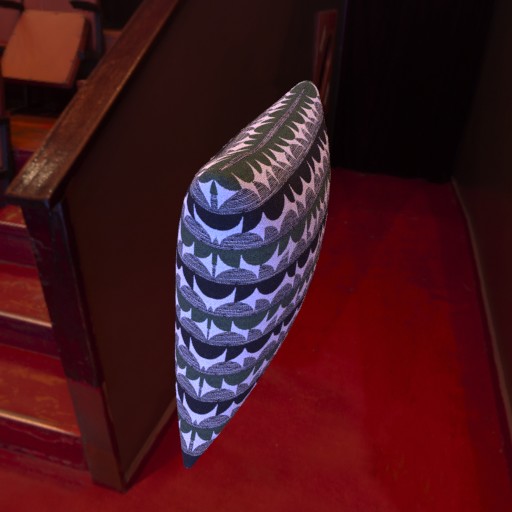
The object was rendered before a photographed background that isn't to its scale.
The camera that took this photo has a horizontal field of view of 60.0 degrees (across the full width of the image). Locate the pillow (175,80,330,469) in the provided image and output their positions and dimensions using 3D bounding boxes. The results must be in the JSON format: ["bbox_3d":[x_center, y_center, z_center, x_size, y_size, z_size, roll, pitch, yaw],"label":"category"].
[{"bbox_3d":[0.000,0.000,0.624,0.180,0.404,0.419,9,33,14],"label":"pillow"}]
